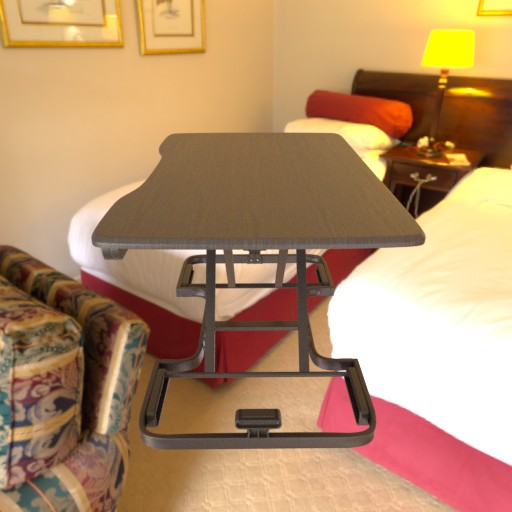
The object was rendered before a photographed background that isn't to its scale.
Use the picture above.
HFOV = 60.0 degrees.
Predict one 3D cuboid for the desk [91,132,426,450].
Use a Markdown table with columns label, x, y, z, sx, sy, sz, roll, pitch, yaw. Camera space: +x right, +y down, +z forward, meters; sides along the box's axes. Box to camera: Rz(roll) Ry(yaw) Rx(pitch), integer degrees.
| label | x | y | z | sx | sy | sz | roll | pitch | yaw |
| --- | --- | --- | --- | --- | --- | --- | --- | --- | --- |
| desk | 0.000 | 0.000 | 1.151 | 0.546 | 0.470 | 0.820 | 0 | 27 | -1 |
